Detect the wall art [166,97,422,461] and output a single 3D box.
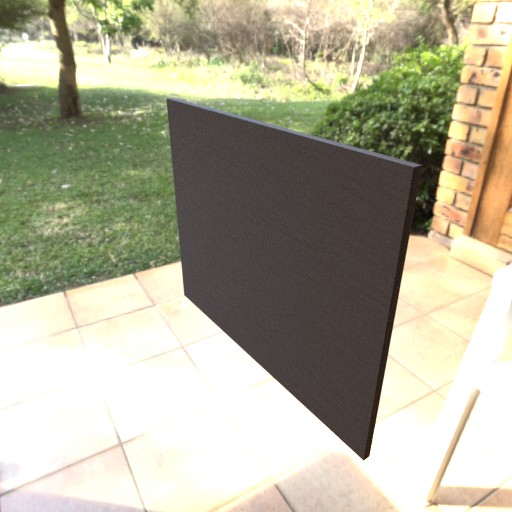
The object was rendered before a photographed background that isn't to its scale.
[{"bbox_3d":[0.000,0.000,0.687,0.013,0.406,0.508,-19,33,-32],"label":"wall art"}]
